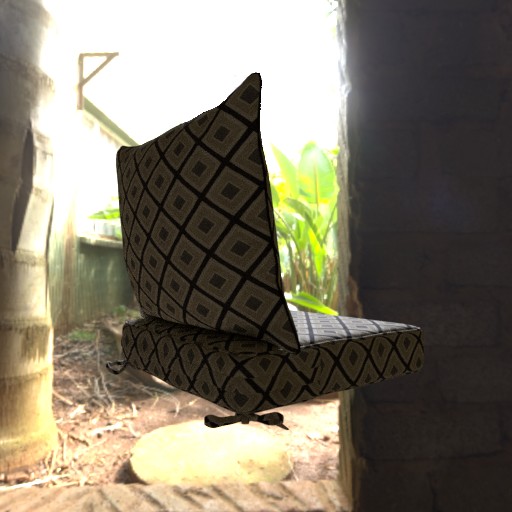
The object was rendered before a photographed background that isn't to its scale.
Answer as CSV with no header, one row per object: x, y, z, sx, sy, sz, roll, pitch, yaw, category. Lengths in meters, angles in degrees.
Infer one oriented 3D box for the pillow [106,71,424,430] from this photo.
0.000,0.000,1.332,0.733,0.722,0.798,1,-1,-37,pillow
